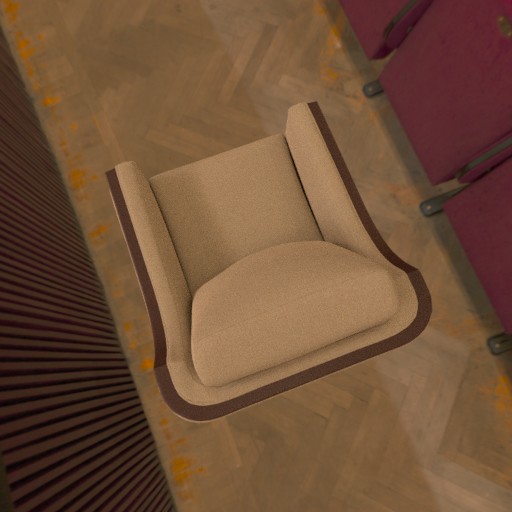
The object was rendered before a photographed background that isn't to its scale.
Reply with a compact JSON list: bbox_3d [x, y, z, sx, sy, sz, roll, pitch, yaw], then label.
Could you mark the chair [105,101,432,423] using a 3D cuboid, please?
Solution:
[{"bbox_3d":[0.000,0.000,1.662,0.870,0.930,0.950,-20,77,-5],"label":"chair"}]
